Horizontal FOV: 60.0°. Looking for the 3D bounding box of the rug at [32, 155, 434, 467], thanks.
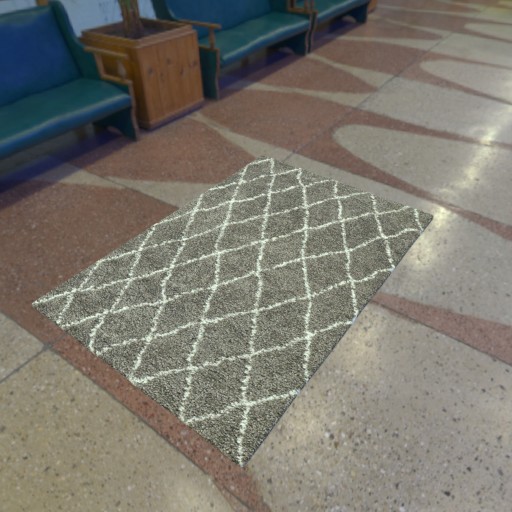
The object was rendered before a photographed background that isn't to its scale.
[{"bbox_3d":[0.000,0.000,2.272,1.219,0.030,1.778,26,47,27],"label":"rug"}]
